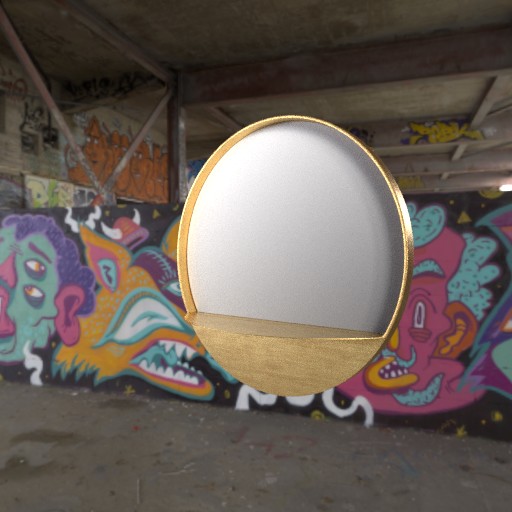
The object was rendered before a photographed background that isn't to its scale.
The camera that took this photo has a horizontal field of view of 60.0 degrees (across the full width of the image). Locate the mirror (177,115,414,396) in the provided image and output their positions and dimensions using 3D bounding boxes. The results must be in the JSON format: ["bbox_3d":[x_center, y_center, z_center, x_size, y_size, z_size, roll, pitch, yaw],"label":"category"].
[{"bbox_3d":[0.000,0.000,0.704,0.457,0.457,0.133,0,0,38],"label":"mirror"}]
